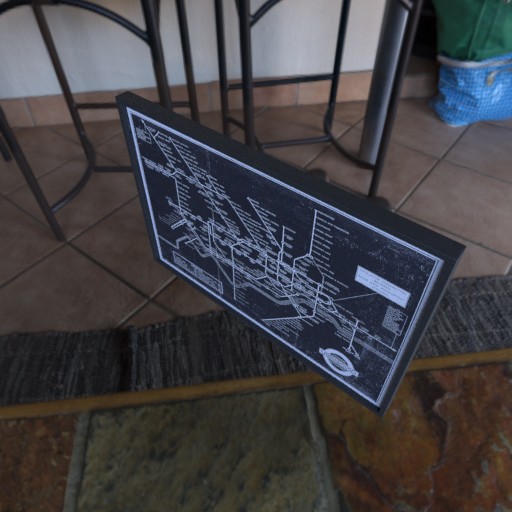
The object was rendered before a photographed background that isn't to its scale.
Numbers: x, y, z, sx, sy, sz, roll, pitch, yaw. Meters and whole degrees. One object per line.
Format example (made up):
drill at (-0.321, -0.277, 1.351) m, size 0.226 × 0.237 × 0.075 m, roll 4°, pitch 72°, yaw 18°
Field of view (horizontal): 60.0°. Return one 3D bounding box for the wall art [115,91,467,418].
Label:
wall art at (0.000, 0.000, 0.573) m, size 0.443 × 0.301 × 0.021 m, roll 31°, pitch 53°, yaw 26°
